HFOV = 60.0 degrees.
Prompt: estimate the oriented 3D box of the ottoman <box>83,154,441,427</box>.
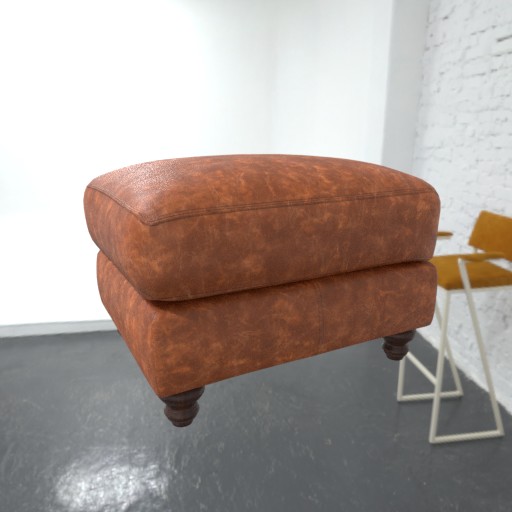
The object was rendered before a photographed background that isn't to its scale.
[{"bbox_3d":[0.000,0.000,1.254,0.832,0.562,0.657,-8,16,-28],"label":"ottoman"}]
